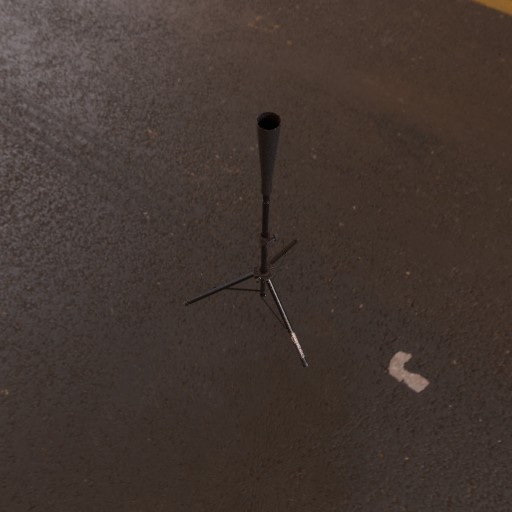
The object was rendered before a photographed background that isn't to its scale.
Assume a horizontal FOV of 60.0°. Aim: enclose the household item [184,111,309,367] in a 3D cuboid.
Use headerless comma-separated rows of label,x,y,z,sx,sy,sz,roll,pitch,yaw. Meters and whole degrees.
household item,0.000,0.000,1.389,0.559,1.067,0.559,-15,64,-8
